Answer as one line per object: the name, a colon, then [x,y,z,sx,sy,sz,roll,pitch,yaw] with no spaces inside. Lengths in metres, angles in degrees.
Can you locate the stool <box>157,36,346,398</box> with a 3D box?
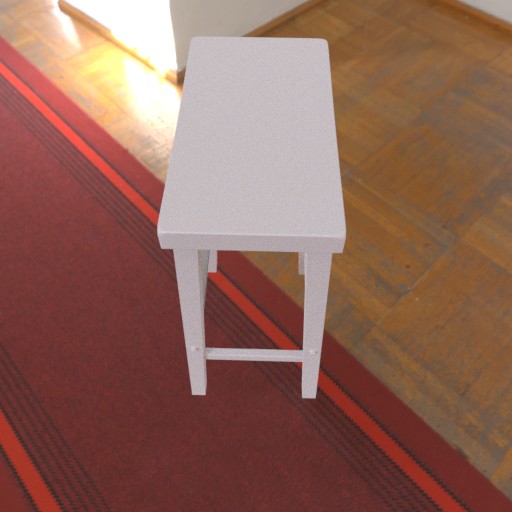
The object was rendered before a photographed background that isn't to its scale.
stool: [0.000,0.000,0.953,0.322,0.742,0.406,1,58,1]
